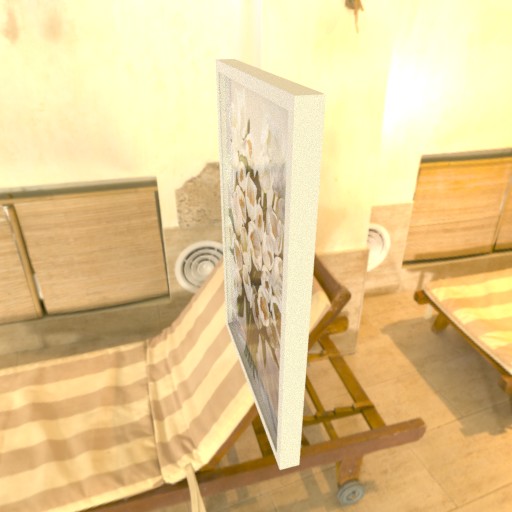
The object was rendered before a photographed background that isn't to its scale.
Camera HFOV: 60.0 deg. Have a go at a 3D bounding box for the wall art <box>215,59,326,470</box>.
[{"bbox_3d":[0.000,0.000,0.555,0.025,0.428,0.293,-8,30,-14],"label":"wall art"}]
